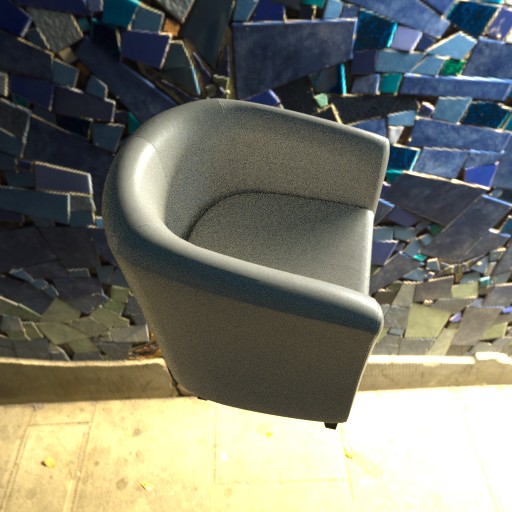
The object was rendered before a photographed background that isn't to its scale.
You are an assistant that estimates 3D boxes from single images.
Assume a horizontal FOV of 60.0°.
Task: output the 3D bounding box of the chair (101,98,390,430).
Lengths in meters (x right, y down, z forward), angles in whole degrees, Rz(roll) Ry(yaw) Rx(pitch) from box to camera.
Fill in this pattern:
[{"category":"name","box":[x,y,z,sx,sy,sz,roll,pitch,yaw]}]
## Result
[{"category":"chair","box":[0.000,0.000,1.396,0.727,0.756,0.792,9,46,9]}]
